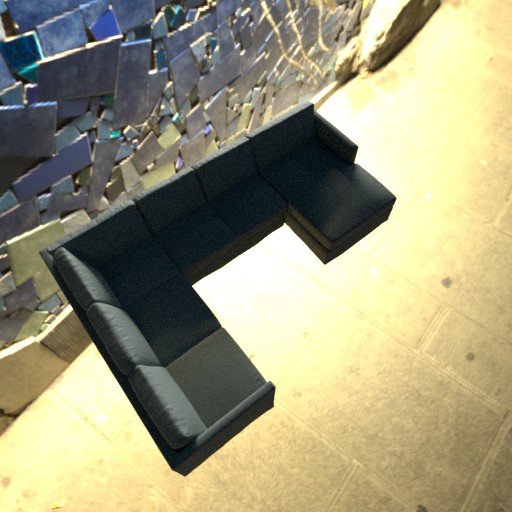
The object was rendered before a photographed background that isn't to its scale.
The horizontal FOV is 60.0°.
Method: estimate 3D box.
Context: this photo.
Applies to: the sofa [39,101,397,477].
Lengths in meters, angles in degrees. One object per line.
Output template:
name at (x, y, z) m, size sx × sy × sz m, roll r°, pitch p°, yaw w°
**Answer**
sofa at (0.000, 0.000, 4.538) m, size 3.460 × 0.882 × 2.427 m, roll -34°, pitch 65°, yaw -18°
